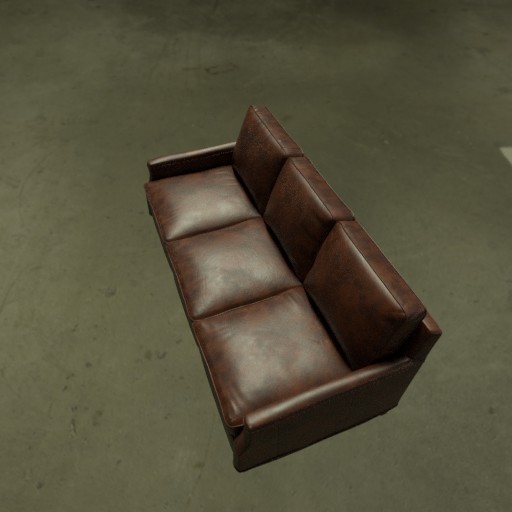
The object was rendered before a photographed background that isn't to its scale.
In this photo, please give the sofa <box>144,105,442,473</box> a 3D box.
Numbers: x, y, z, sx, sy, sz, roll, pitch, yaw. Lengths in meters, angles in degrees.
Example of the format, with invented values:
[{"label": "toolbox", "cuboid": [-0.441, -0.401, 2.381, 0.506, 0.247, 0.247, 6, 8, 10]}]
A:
[{"label": "sofa", "cuboid": [0.000, 0.000, 2.892, 1.084, 1.003, 2.240, -16, 49, -14]}]
